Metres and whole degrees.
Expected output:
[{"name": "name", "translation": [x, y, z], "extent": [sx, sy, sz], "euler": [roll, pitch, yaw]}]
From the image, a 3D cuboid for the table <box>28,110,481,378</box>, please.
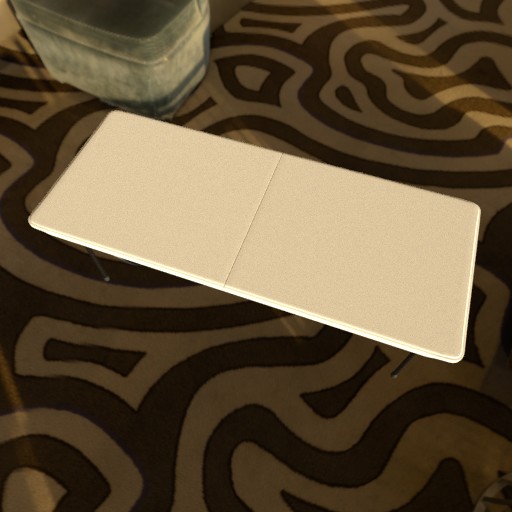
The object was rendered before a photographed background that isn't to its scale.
[{"name": "table", "translation": [0.000, 0.000, 2.218], "extent": [1.829, 0.719, 0.761], "euler": [17, 60, 10]}]
